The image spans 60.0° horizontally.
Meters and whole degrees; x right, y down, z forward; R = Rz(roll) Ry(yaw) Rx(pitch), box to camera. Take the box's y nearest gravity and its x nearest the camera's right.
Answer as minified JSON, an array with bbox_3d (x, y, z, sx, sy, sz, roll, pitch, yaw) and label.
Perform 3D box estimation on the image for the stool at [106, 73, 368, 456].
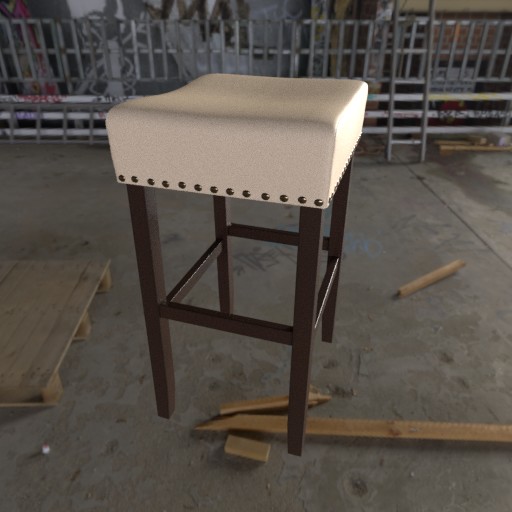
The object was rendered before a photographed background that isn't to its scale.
[{"bbox_3d":[0.000,0.000,1.071,0.401,0.762,0.471,9,31,16],"label":"stool"}]
